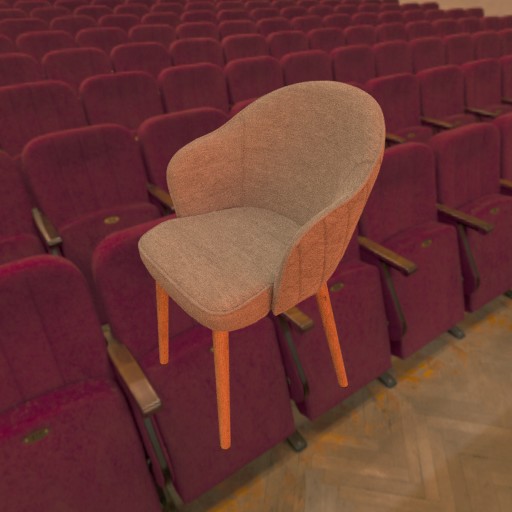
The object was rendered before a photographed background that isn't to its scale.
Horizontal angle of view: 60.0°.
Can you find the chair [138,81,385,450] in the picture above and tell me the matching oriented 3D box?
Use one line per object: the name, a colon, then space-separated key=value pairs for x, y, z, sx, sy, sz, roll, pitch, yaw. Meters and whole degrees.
chair: x=0.000 y=0.000 z=1.155 sx=0.530 sy=0.800 sz=0.540 roll=-20 pitch=37 yaw=-30
